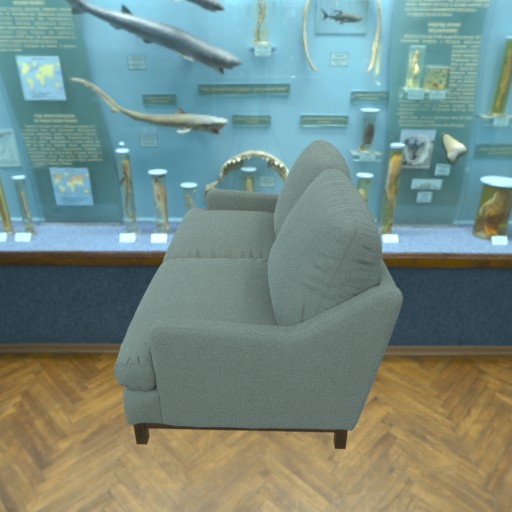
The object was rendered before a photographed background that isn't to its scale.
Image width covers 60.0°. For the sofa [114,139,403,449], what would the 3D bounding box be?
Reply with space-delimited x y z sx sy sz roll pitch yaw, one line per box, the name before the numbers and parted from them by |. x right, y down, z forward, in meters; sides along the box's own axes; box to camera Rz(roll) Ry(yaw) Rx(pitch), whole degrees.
sofa | 0.000 0.000 2.208 0.987 0.921 1.589 1 26 1
